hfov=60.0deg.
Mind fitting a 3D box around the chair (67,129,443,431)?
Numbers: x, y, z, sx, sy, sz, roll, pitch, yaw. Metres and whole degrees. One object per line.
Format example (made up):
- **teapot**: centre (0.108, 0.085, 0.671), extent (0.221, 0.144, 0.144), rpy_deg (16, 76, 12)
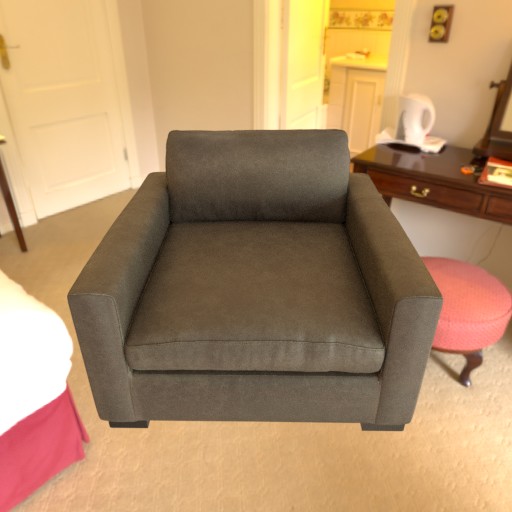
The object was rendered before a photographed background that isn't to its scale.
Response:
- **chair**: centre (0.000, 0.000, 1.757), extent (1.106, 0.807, 1.080), rpy_deg (0, 30, 1)
